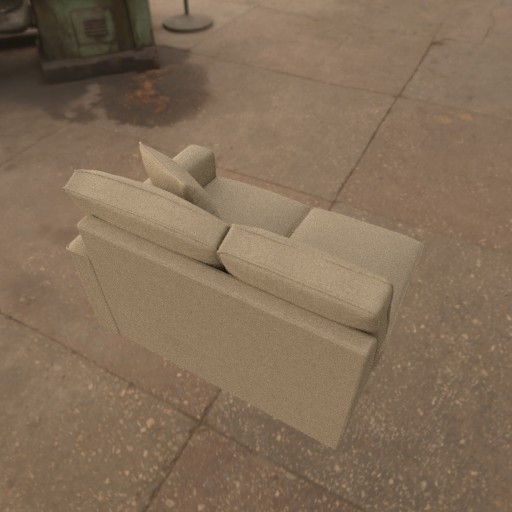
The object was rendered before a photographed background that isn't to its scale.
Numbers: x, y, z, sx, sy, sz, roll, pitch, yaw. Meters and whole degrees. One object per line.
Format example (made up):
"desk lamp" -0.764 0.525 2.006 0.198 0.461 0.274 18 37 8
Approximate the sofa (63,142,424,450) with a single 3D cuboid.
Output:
"sofa" 0.000 0.000 2.105 1.388 0.989 0.991 22 49 20
